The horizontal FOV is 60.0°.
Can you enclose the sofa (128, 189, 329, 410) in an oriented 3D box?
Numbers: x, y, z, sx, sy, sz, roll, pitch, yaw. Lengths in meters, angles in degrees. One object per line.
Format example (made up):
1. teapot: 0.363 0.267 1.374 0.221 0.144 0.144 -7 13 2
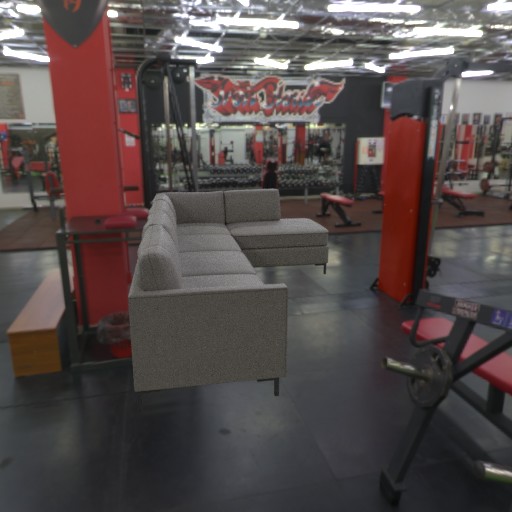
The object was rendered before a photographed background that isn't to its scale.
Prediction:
1. sofa: 0.000 0.000 4.274 2.077 0.964 3.331 -3 15 -10
